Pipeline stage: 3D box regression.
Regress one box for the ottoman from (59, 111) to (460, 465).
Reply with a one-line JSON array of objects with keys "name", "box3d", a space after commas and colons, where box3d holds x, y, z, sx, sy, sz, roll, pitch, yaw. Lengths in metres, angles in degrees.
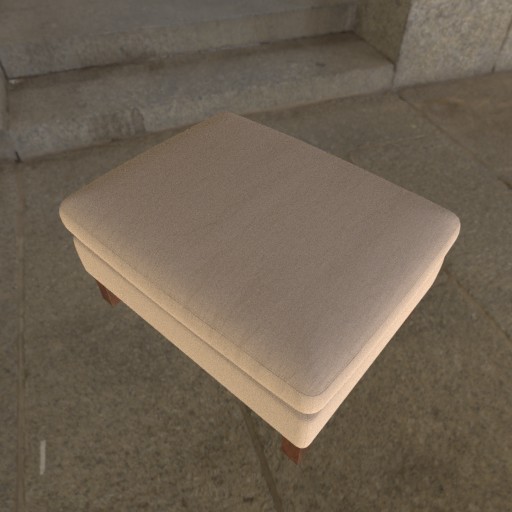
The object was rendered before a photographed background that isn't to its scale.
[{"name": "ottoman", "box3d": [0.000, 0.000, 1.131, 0.771, 0.420, 0.606, 32, 54, 27]}]
